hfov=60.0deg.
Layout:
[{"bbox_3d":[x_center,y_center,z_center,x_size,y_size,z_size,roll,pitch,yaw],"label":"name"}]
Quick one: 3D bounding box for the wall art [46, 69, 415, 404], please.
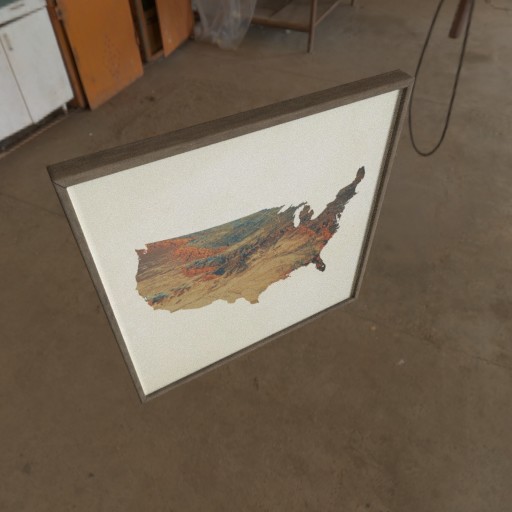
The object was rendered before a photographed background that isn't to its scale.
[{"bbox_3d":[0.000,0.000,1.094,0.749,0.751,0.050,-22,50,-20],"label":"wall art"}]
